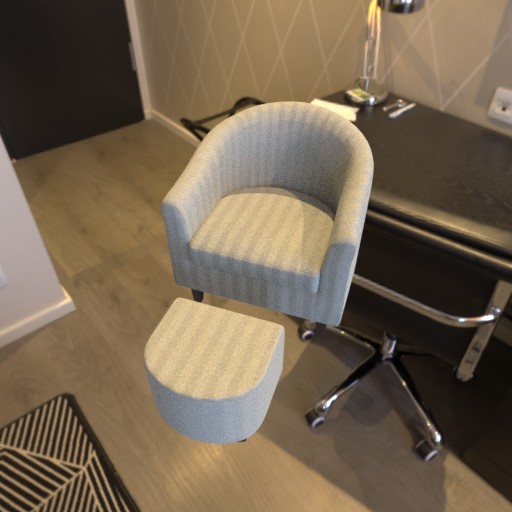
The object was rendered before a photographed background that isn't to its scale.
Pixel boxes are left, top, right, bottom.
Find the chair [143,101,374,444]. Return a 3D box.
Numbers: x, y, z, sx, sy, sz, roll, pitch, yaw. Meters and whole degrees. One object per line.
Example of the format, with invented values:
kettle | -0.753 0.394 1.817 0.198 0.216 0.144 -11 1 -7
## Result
chair | 0.000 0.000 1.749 0.756 0.757 1.288 13 43 15
